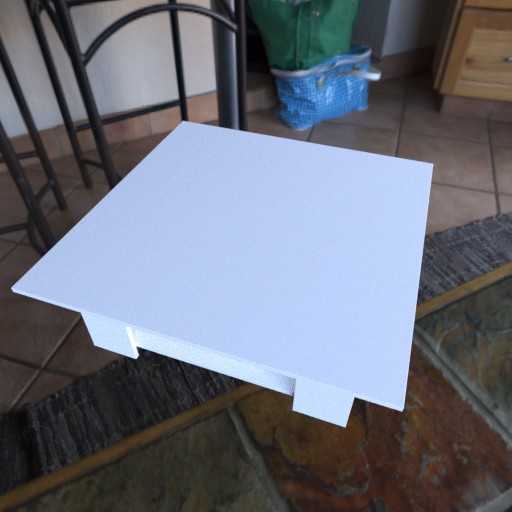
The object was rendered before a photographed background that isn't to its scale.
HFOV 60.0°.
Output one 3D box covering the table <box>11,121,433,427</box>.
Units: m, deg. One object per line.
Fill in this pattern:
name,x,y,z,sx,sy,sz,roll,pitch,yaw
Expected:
table,0.000,0.000,1.329,0.890,0.305,0.890,14,45,14
